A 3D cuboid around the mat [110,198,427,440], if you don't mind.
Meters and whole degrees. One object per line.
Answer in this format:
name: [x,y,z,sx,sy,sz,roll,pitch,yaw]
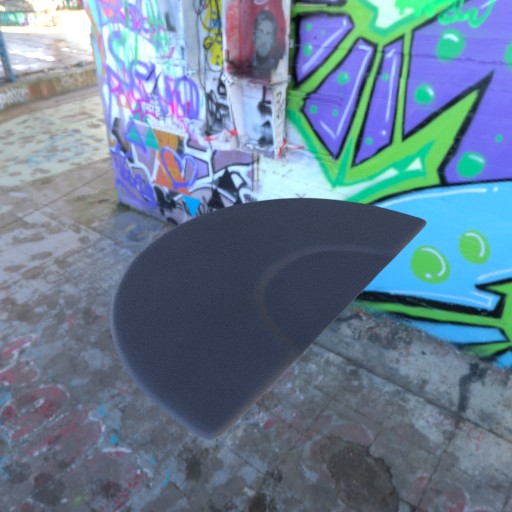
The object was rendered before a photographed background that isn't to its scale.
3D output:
mat: [0.000,0.000,1.840,0.917,0.016,1.525,22,38,31]
